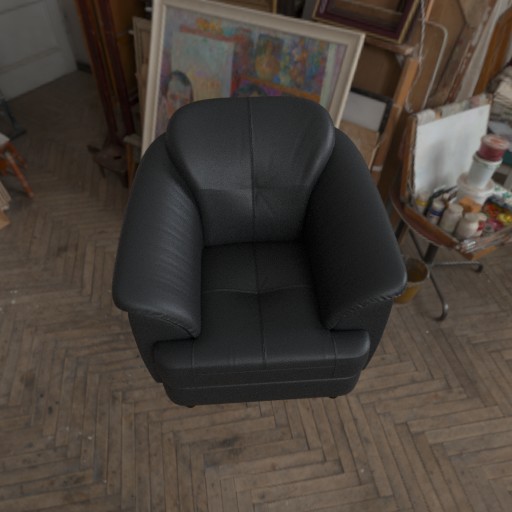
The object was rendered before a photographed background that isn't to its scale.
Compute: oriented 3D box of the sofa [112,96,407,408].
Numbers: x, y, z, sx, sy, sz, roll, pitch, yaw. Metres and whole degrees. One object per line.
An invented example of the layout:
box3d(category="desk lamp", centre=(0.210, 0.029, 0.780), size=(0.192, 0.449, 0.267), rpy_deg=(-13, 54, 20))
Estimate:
box3d(category="sofa", centre=(0.000, 0.000, 1.554), size=(0.870, 0.811, 0.794), rpy_deg=(-3, 46, -3))
